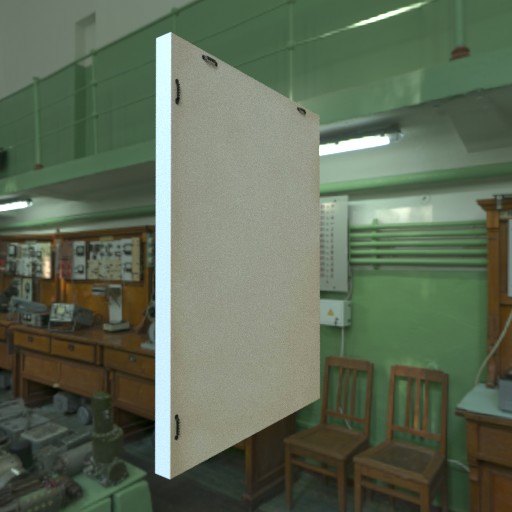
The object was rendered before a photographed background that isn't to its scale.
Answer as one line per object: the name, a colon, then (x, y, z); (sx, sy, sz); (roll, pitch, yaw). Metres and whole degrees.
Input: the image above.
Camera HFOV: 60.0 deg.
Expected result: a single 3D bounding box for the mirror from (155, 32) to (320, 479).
mirror: (0.000, 0.000, 0.918); (0.040, 0.710, 0.507); (0, -1, 36)
